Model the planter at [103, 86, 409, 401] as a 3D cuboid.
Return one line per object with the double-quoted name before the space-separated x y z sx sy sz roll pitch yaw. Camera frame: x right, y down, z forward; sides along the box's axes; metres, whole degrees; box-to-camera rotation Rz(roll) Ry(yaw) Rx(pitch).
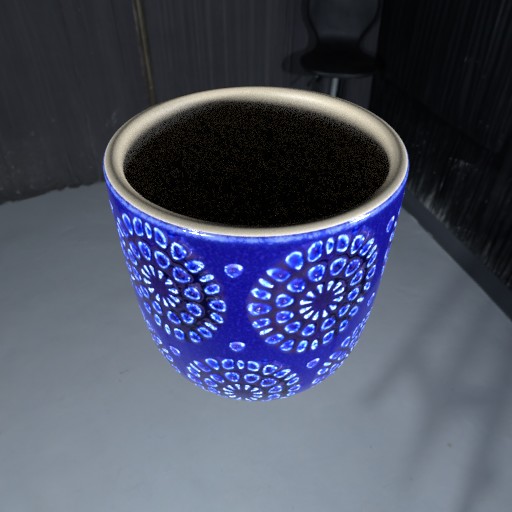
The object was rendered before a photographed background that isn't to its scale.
"planter" 0.000 0.000 0.197 0.109 0.112 0.109 0 42 0
